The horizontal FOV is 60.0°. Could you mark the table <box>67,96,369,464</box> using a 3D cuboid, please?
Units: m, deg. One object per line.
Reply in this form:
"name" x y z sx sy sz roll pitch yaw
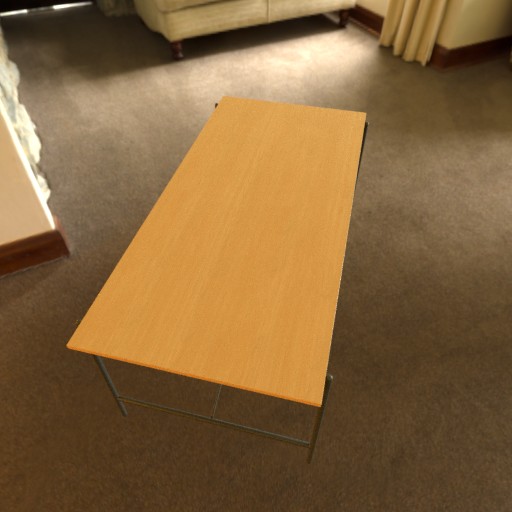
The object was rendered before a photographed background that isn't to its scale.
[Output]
"table" 0.000 0.000 2.281 0.900 0.758 1.800 10 47 10
